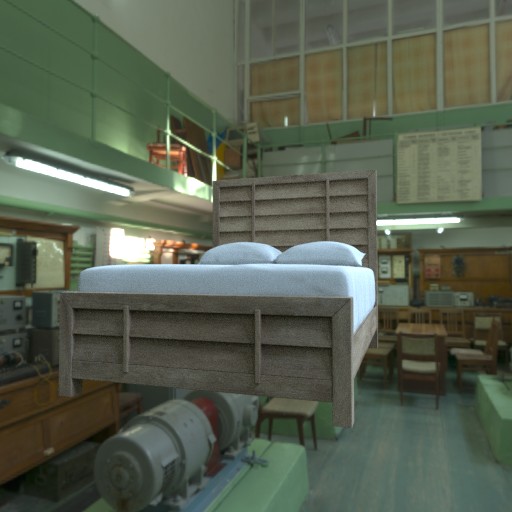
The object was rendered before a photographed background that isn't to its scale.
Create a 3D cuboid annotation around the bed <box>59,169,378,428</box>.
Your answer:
[{"bbox_3d":[0.000,0.000,3.296,1.626,1.626,2.197,-1,-2,18],"label":"bed"}]
